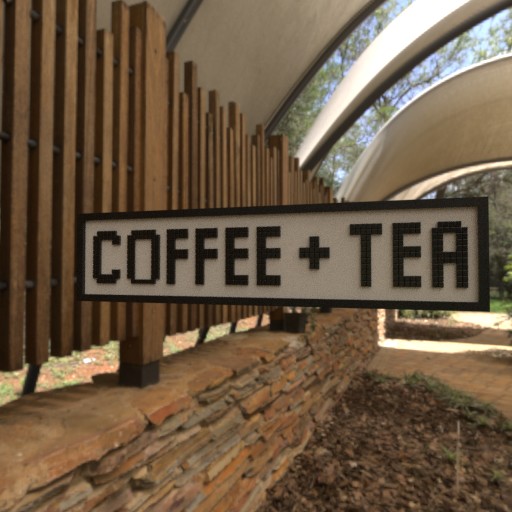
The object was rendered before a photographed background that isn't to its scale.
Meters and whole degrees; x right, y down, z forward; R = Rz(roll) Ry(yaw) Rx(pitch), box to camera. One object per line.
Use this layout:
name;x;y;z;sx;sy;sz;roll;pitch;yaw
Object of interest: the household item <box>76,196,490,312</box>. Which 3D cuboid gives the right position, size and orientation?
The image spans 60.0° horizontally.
household item;0.000;0.000;1.062;1.001;0.236;0.030;0;-2;17
